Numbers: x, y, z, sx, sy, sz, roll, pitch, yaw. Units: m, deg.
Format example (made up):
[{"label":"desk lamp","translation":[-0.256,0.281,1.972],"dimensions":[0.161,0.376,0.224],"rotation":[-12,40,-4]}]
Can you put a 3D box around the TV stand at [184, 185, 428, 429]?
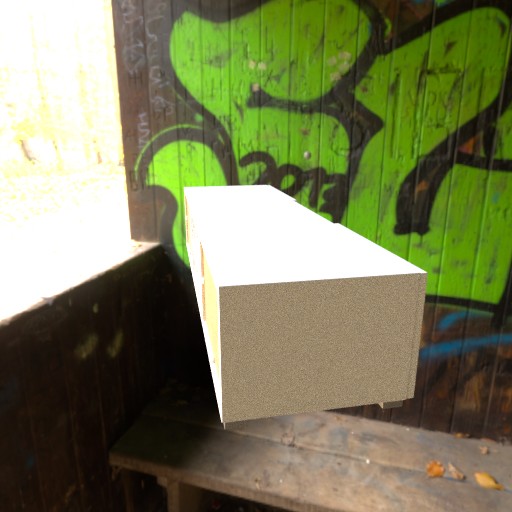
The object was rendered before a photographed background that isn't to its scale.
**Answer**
[{"label":"TV stand","translation":[0.000,0.000,1.546],"dimensions":[0.420,0.310,1.400],"rotation":[-3,17,-11]}]
